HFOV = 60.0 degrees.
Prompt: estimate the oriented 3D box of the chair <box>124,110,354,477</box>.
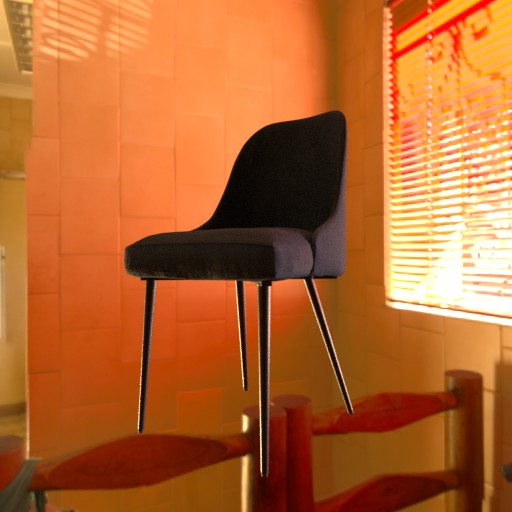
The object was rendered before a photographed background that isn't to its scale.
[{"bbox_3d":[0.000,0.000,1.214,0.478,0.896,0.559,0,0,36],"label":"chair"}]
